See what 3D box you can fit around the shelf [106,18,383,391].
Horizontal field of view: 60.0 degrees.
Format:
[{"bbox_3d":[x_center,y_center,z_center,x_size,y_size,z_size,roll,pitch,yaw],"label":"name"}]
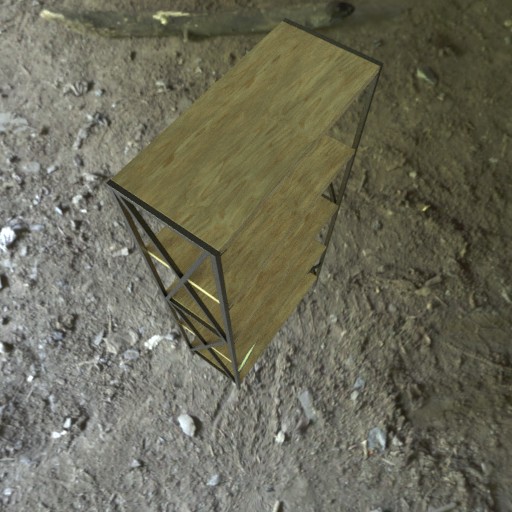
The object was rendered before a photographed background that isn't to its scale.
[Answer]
[{"bbox_3d":[0.000,0.000,2.129,0.386,1.803,0.874,33,67,16],"label":"shelf"}]
